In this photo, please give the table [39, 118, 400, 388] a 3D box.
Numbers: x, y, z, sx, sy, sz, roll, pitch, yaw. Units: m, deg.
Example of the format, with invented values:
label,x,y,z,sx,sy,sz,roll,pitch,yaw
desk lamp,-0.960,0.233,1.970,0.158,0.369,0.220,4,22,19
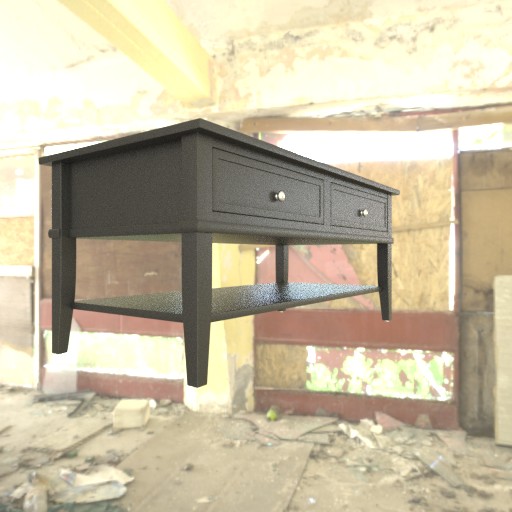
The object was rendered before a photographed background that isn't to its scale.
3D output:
label,x,y,z,sx,sy,sz,roll,pitch,yaw
table,0.000,0.000,1.325,0.523,0.470,1.044,0,0,36
